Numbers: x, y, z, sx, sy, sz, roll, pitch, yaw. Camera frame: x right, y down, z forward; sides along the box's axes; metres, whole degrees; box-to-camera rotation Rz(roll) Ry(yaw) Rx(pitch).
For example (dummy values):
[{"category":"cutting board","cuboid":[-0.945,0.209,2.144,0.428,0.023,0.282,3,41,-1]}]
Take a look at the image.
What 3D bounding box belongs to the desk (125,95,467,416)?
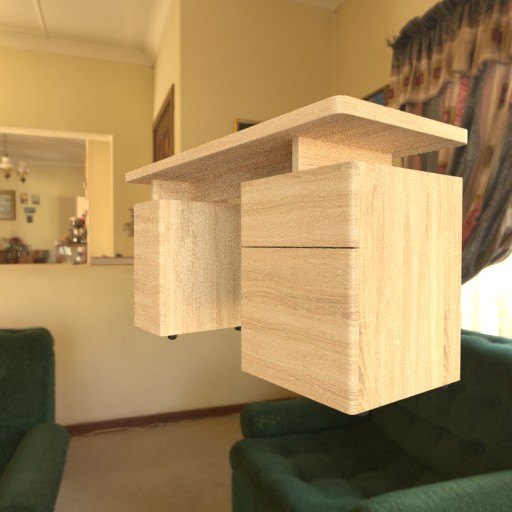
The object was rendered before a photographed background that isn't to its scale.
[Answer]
[{"category":"desk","cuboid":[0.000,0.000,1.720,0.550,0.760,1.400,-1,2,-36]}]
